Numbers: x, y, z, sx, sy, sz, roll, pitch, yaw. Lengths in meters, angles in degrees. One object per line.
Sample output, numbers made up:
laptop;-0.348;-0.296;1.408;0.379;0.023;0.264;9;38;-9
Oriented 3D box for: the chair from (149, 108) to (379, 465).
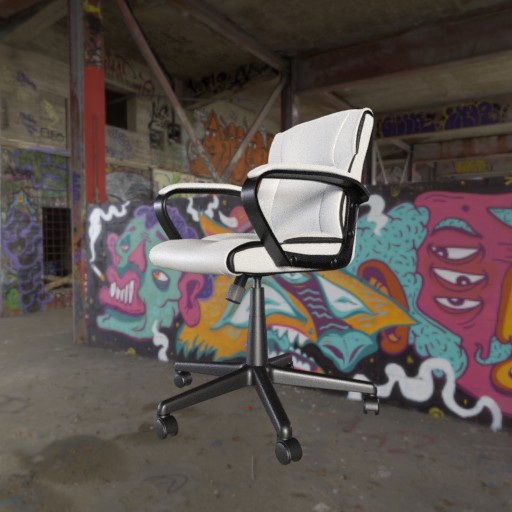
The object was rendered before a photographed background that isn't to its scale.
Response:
chair;0.000;0.000;1.448;0.717;1.004;0.739;-2;2;-37
